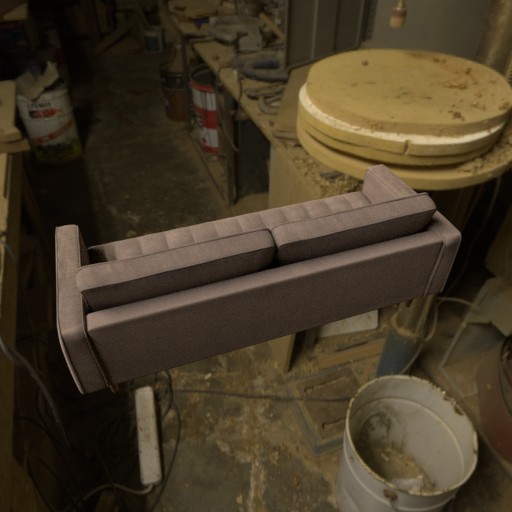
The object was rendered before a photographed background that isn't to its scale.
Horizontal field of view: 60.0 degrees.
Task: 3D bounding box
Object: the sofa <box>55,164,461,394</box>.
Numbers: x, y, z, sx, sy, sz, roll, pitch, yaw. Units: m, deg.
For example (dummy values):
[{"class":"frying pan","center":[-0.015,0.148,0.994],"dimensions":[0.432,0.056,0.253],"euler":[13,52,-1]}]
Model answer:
[{"class":"sofa","center":[0.000,0.000,2.738],"dimensions":[2.295,0.813,0.923],"euler":[-13,43,-14]}]
